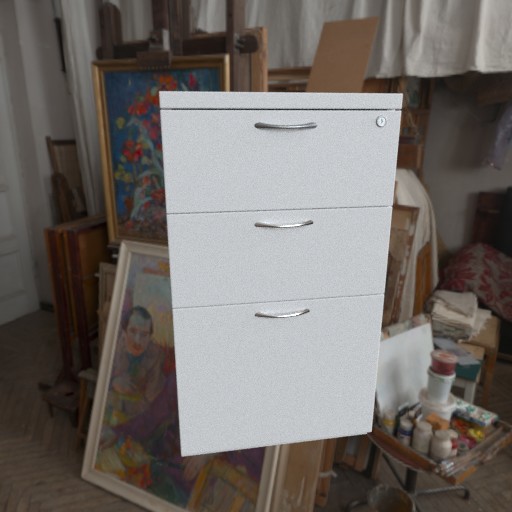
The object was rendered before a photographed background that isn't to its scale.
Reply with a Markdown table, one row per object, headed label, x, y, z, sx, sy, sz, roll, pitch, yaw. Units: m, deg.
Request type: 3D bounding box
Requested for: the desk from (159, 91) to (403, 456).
| label | x | y | z | sx | sy | sz | roll | pitch | yaw |
| --- | --- | --- | --- | --- | --- | --- | --- | --- | --- |
| desk | 0.000 | 0.000 | 1.095 | 0.404 | 0.730 | 0.600 | -3 | 18 | -9 |
